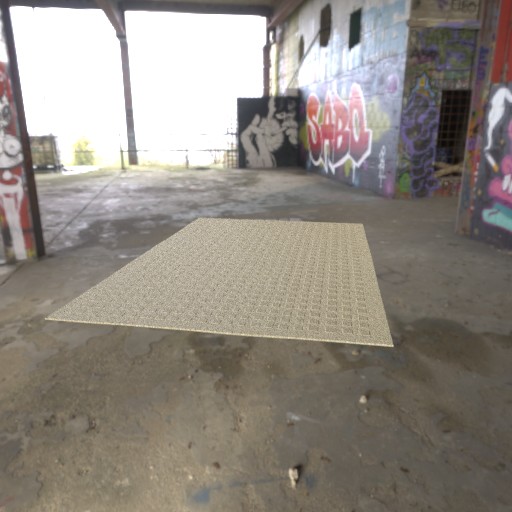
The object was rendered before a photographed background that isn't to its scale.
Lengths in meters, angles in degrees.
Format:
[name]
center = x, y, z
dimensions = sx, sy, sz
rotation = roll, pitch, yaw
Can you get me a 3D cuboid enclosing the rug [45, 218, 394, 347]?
[rug]
center = 0.000, 0.000, 2.233
dimensions = 1.143, 0.006, 1.747
rotation = 3, 17, 10
